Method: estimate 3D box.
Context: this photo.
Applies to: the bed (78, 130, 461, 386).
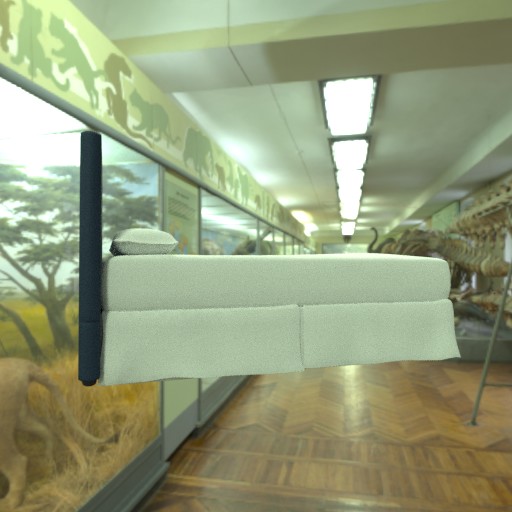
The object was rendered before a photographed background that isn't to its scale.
[{"bbox_3d":[0.000,0.000,3.485,2.507,1.441,1.741,0,-1,-19],"label":"bed"}]
